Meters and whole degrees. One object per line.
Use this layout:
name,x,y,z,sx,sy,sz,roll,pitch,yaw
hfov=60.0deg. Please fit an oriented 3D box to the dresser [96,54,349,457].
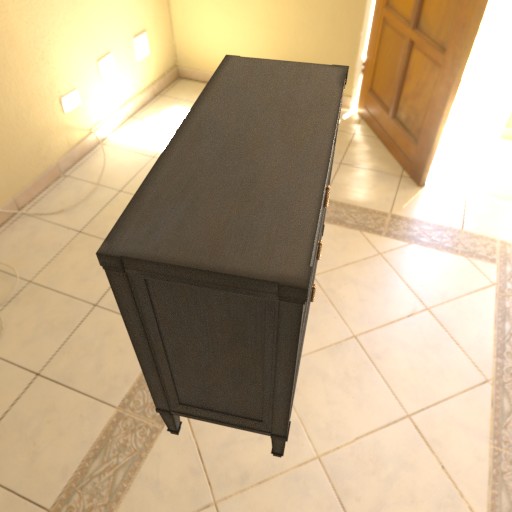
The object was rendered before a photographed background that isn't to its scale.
dresser,0.000,0.000,1.613,0.463,0.986,1.049,9,47,9
